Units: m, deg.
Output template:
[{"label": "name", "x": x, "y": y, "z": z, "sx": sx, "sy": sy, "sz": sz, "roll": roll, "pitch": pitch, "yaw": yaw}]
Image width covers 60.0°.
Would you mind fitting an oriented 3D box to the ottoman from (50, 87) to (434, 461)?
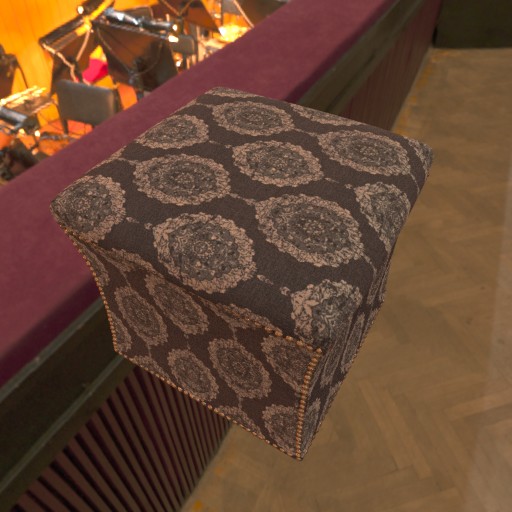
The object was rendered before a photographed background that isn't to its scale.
[{"label": "ottoman", "x": 0.000, "y": 0.000, "z": 0.896, "sx": 0.507, "sy": 0.475, "sz": 0.497, "roll": 23, "pitch": 50, "yaw": 21}]
